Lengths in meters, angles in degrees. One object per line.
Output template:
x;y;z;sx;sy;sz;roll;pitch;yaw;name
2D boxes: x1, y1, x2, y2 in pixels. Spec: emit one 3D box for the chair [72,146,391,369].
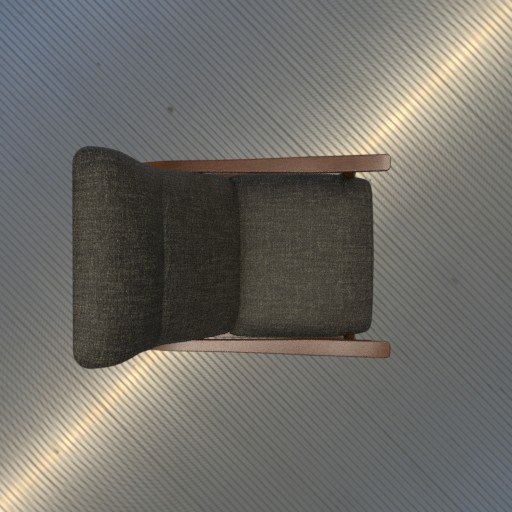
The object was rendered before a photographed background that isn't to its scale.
0.000;0.000;1.749;1.014;1.082;0.762;0;90;1;chair
